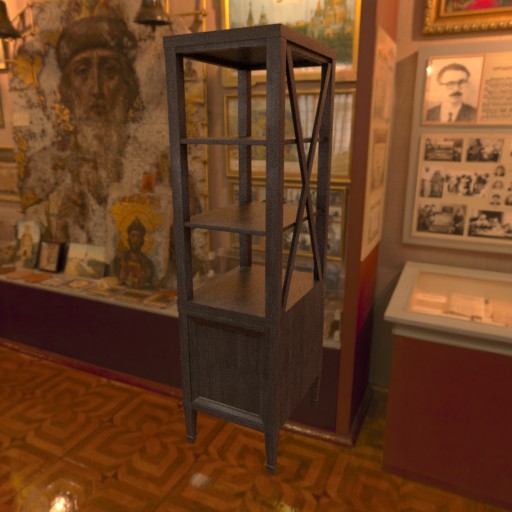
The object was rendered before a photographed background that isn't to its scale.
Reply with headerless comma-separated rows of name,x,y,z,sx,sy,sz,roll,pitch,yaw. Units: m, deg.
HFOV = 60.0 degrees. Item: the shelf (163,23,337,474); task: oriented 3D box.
shelf,0.000,0.000,1.977,0.472,1.727,0.584,8,18,26
